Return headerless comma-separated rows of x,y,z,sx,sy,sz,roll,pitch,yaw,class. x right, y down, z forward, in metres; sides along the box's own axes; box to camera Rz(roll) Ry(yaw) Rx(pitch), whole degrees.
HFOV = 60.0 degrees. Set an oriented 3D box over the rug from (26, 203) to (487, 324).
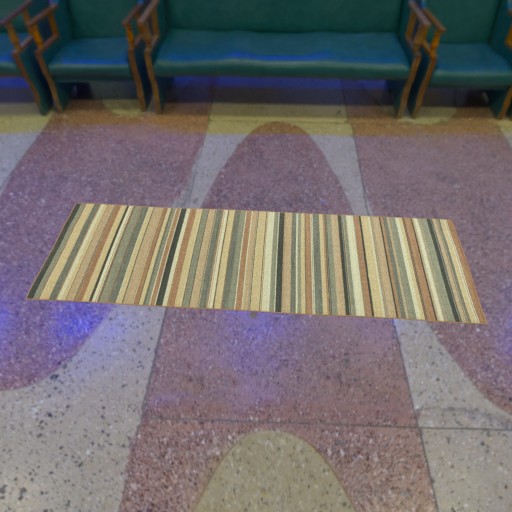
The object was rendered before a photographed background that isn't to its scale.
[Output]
0.000,0.000,2.603,2.444,0.010,0.799,3,47,3,rug
